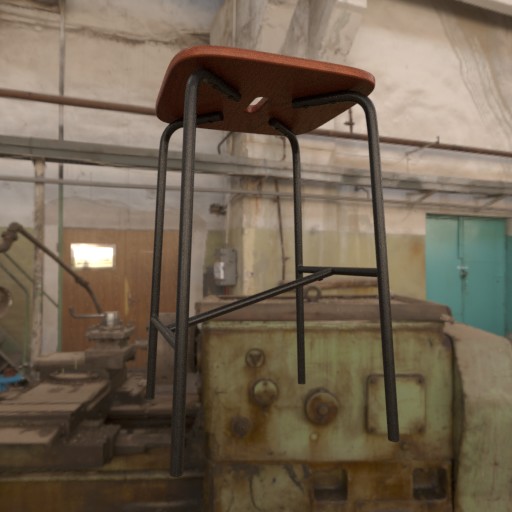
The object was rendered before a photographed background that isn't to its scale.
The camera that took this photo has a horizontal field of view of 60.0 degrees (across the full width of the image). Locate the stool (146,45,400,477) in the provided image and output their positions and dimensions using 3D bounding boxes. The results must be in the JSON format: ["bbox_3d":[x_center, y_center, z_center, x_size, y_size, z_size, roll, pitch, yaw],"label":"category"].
[{"bbox_3d":[0.000,0.000,0.846,0.376,0.610,0.376,0,-1,-19],"label":"stool"}]
